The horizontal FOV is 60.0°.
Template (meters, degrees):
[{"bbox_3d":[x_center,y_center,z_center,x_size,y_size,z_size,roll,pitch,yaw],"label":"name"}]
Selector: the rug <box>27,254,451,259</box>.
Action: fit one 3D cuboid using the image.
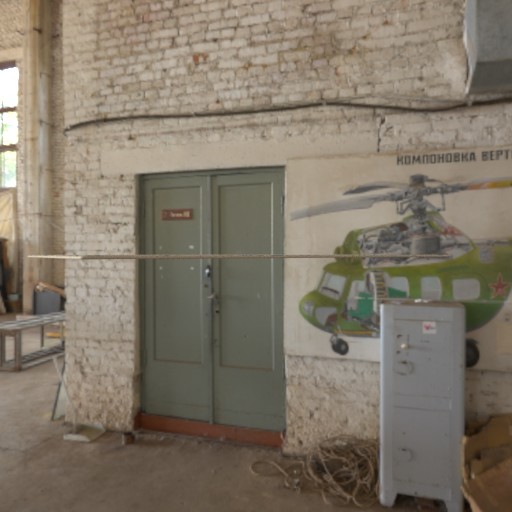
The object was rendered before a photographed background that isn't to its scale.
[{"bbox_3d":[0.000,0.000,1.405,1.220,0.007,0.605,0,0,-36],"label":"rug"}]
